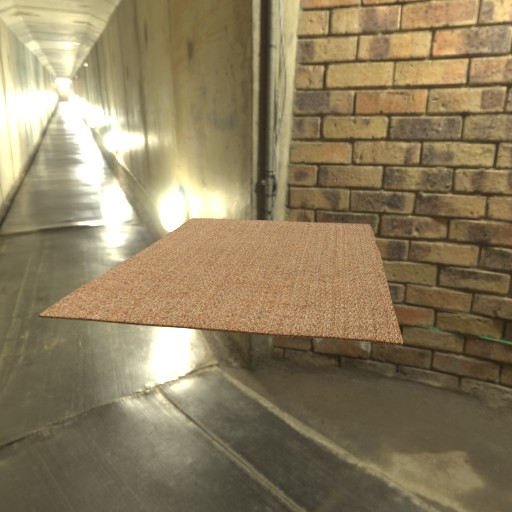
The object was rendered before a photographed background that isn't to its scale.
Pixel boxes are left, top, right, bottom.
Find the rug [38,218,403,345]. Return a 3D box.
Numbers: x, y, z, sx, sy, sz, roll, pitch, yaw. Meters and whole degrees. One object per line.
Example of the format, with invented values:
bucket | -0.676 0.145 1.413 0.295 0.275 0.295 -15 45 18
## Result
rug | 0.000 0.000 2.796 1.566 0.013 2.141 3 17 9
